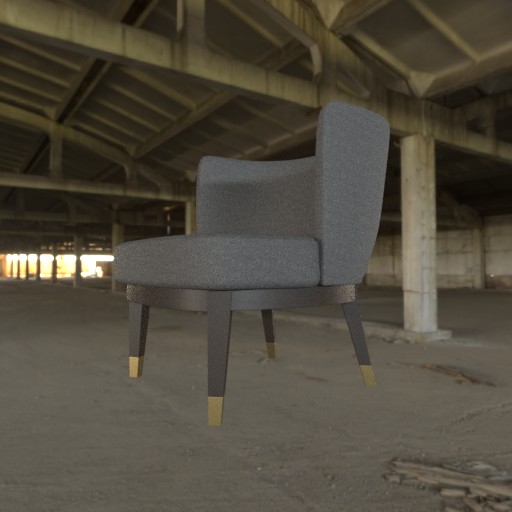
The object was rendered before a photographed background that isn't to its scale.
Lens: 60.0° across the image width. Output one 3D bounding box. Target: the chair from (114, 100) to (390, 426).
[{"bbox_3d":[0.000,0.000,1.243,0.698,0.695,0.639,1,-2,-34],"label":"chair"}]
